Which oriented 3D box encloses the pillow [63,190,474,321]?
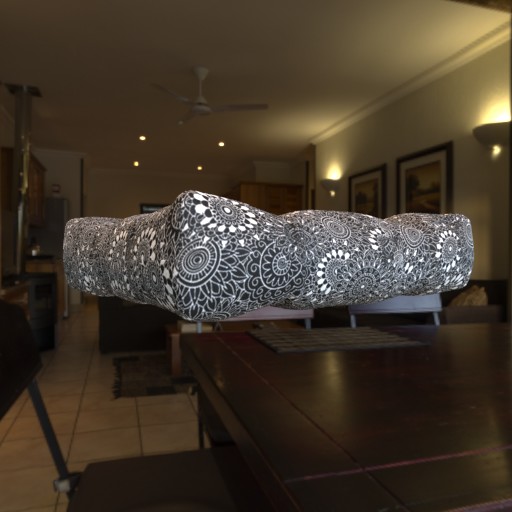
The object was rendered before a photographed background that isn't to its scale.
[{"bbox_3d":[0.000,0.000,0.696,0.490,0.128,0.468,0,0,-36],"label":"pillow"}]
